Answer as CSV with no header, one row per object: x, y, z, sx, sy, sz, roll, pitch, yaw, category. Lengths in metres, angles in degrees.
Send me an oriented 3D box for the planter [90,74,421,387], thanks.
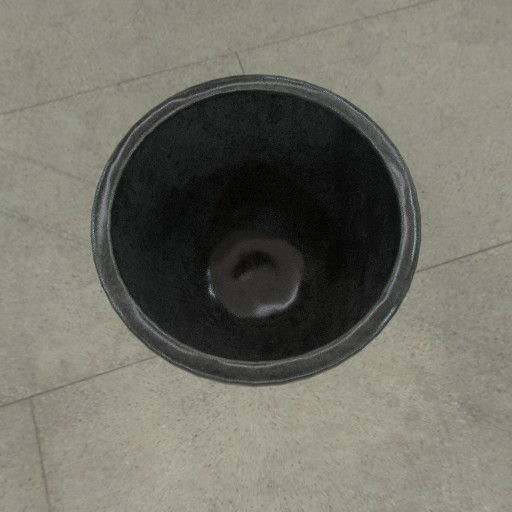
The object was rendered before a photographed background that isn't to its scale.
0.000,0.000,0.303,0.172,0.160,0.172,0,74,0,planter
